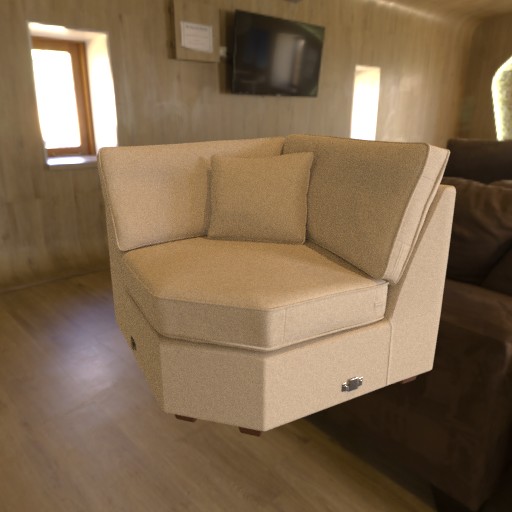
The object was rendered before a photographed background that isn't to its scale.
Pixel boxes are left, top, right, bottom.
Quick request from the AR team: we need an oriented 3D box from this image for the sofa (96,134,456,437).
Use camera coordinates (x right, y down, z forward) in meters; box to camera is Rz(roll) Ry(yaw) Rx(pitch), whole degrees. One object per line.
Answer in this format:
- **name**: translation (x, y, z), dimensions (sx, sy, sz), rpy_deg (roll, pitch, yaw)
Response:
- **sofa**: translation (0.000, 0.000, 1.810), dimensions (1.050, 0.937, 1.042), rpy_deg (-9, 19, -26)
